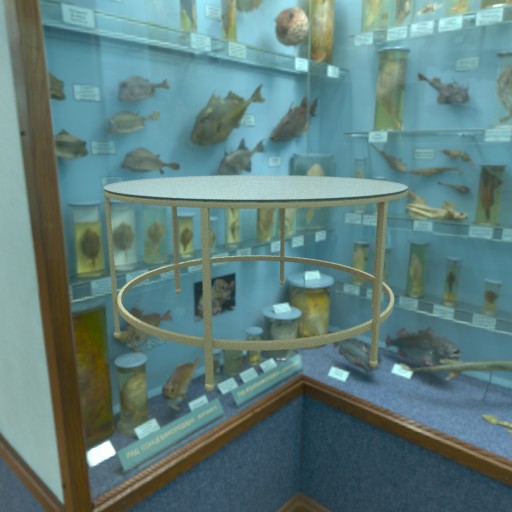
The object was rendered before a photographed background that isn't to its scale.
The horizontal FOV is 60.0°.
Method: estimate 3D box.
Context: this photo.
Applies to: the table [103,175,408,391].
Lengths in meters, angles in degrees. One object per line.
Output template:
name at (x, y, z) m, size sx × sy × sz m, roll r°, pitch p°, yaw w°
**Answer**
table at (0.000, 0.000, 1.453) m, size 0.914 × 0.470 × 0.914 m, roll 0°, pitch 14°, yaw 0°
